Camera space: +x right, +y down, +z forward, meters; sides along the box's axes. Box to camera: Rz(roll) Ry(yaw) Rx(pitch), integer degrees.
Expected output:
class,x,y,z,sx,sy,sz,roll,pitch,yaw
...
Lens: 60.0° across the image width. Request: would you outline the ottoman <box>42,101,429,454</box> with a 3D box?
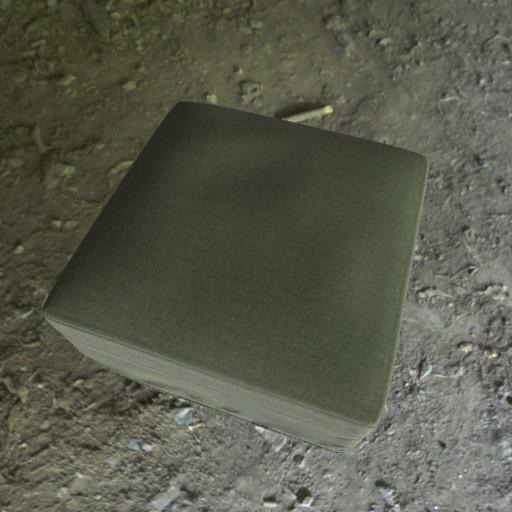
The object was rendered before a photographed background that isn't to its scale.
class,x,y,z,sx,sy,sz,roll,pitch,yaw
ottoman,0.000,0.000,1.323,0.840,0.436,0.843,16,59,10
